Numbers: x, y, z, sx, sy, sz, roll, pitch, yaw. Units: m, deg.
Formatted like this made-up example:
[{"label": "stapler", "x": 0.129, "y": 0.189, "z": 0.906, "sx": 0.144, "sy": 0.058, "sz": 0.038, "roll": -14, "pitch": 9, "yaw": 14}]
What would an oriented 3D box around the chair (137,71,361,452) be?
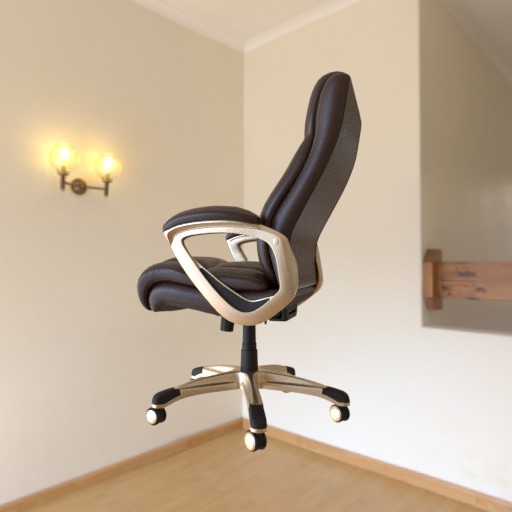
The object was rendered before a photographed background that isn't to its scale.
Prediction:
[{"label": "chair", "x": 0.000, "y": 0.000, "z": 1.677, "sx": 0.749, "sy": 1.194, "sz": 0.692, "roll": 0, "pitch": -1, "yaw": 18}]
